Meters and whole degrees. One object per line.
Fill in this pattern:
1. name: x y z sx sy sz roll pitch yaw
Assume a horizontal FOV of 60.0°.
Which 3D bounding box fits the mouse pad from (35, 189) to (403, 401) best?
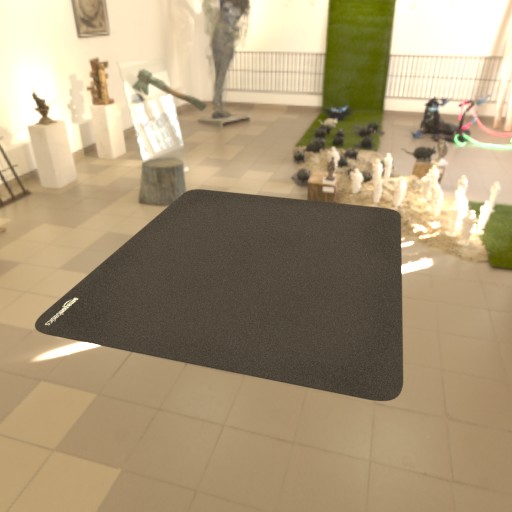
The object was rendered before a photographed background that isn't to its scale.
1. mouse pad: 0.000 0.000 0.622 0.393 0.002 0.451 8 30 14
